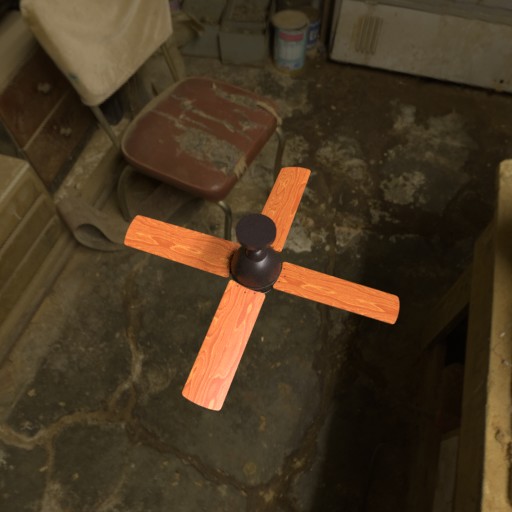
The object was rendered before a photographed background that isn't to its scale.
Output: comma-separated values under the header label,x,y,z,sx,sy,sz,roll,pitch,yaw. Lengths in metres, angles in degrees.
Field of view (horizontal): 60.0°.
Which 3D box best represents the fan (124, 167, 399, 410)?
label,x,y,z,sx,sy,sz,roll,pitch,yaw
fan,0.000,0.000,1.985,1.332,0.403,1.332,17,59,10
